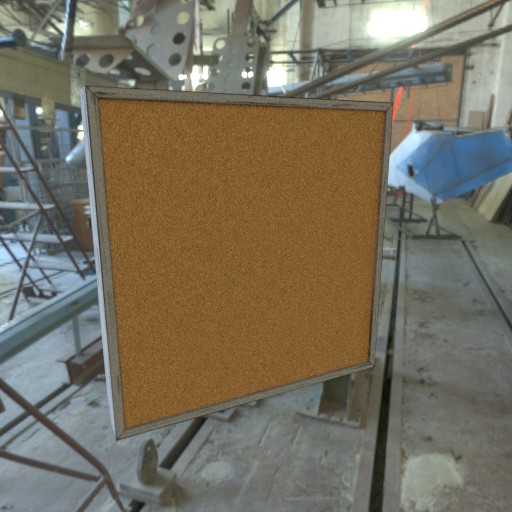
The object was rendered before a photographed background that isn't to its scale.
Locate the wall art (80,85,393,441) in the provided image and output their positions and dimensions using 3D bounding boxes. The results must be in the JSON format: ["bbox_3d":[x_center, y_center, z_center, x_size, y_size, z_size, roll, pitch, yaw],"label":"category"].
[{"bbox_3d":[0.000,0.000,0.448,0.303,0.303,0.036,-7,16,-26],"label":"wall art"}]
